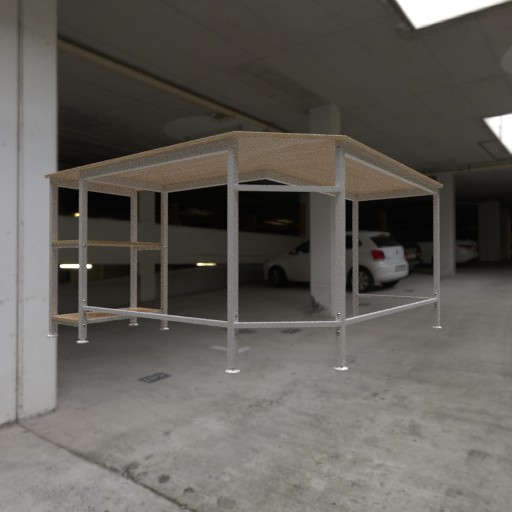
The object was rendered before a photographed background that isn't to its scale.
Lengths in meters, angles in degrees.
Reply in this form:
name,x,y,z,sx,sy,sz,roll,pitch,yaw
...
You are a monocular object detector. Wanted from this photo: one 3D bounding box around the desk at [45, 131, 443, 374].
name,x,y,z,sx,sy,sz,roll,pitch,yaw
desk,0.000,0.000,2.156,1.379,0.739,1.379,0,-1,37
